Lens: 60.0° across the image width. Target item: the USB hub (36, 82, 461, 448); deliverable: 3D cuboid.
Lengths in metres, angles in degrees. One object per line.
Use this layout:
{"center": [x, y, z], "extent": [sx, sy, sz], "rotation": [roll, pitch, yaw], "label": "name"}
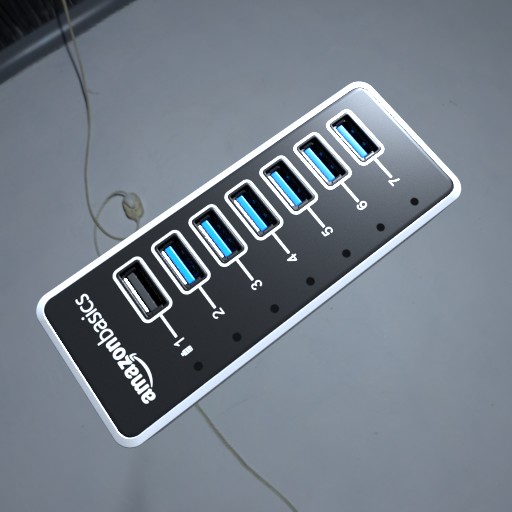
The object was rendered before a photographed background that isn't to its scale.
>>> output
{"center": [0.000, 0.000, 0.125], "extent": [0.110, 0.023, 0.044], "rotation": [-36, 79, -8], "label": "USB hub"}
